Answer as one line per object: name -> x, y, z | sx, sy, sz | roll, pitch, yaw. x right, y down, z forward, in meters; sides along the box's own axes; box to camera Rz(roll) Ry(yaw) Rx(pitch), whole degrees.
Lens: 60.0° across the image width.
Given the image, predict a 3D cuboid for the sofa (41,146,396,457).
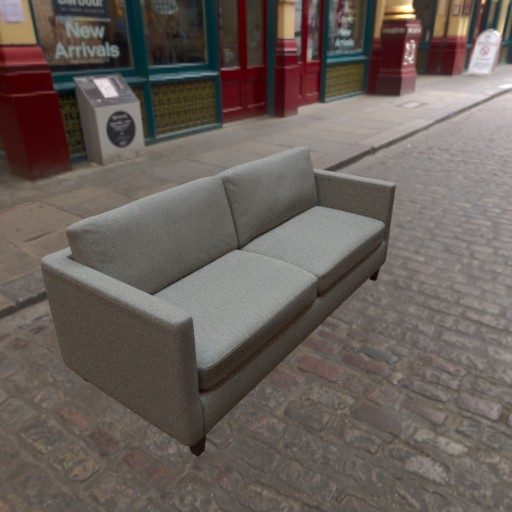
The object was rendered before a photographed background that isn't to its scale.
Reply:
sofa -> 0.000, 0.000, 2.734 | 0.956, 0.963, 2.208 | 18, 31, 32
